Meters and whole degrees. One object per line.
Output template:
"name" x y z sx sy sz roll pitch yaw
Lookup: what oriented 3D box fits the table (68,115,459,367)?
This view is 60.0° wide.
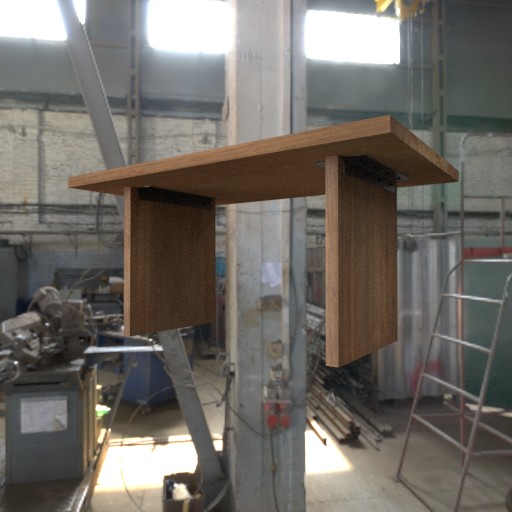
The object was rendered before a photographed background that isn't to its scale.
"table" 0.000 0.000 2.107 1.609 0.780 0.946 -1 -1 35
